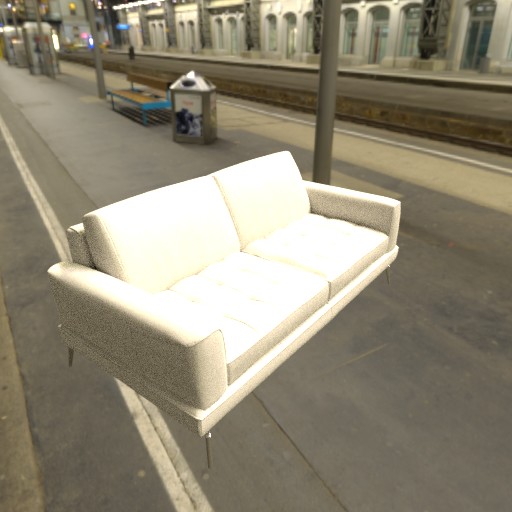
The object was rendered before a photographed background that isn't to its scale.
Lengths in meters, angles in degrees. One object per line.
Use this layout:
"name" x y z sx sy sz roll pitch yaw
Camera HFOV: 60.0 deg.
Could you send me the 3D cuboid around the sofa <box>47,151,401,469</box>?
"sofa" 0.000 0.000 2.779 1.121 0.930 2.177 19 32 33
